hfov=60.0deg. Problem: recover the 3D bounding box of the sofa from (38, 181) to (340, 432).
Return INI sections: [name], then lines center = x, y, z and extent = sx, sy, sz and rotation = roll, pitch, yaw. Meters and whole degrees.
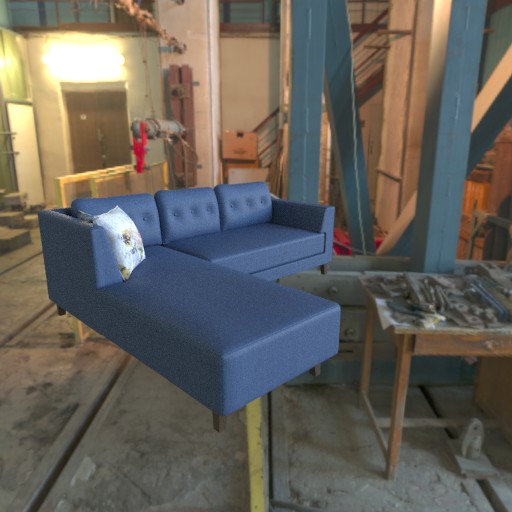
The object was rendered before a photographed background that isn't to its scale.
[sofa]
center = 0.000, 0.000, 2.978
extent = 2.120, 0.787, 1.829
rotation = -14, 21, -42
